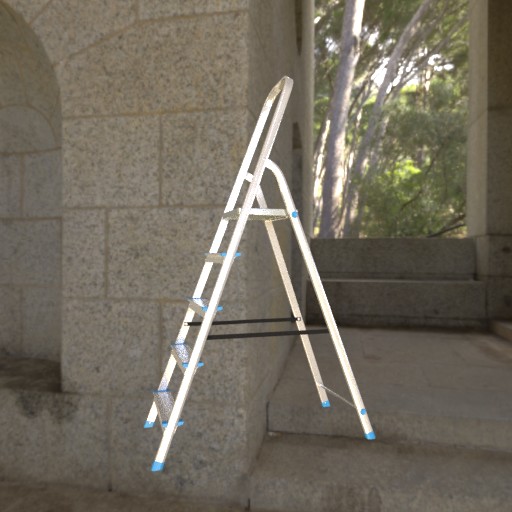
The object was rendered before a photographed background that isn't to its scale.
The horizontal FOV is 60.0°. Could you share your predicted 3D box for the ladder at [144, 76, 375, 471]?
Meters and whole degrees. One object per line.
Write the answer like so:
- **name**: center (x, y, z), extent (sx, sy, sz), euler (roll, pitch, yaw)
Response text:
- **ladder**: center (0.000, 0.000, 2.067), extent (0.990, 1.648, 0.468), euler (0, 0, -18)
